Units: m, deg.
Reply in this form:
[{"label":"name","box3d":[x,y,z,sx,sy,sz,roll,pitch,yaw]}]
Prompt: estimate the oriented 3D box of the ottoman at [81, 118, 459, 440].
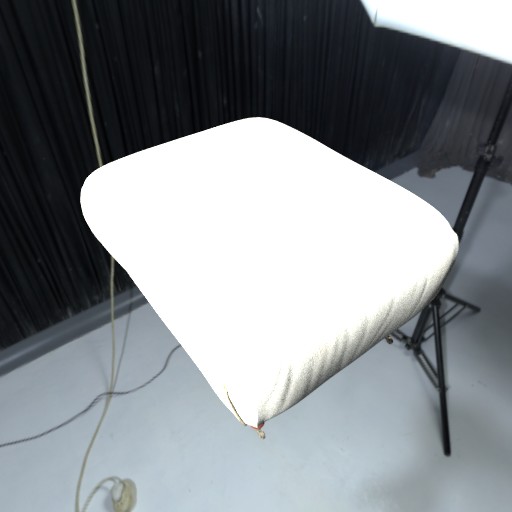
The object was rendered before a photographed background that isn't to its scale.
[{"label":"ottoman","box3d":[0.000,0.000,1.120,0.622,0.450,0.747,-27,48,-27]}]
